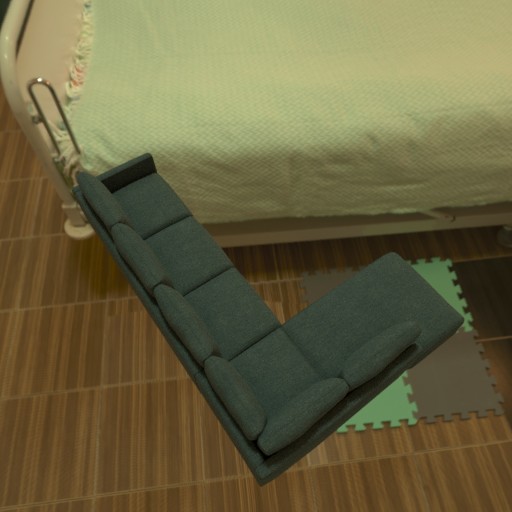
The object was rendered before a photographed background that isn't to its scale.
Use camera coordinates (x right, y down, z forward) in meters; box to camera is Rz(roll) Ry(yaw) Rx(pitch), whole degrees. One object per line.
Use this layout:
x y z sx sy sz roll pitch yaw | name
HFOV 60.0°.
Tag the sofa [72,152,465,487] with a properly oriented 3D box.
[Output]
0.000 0.000 3.815 2.007 0.815 2.949 -32 63 -18 | sofa
